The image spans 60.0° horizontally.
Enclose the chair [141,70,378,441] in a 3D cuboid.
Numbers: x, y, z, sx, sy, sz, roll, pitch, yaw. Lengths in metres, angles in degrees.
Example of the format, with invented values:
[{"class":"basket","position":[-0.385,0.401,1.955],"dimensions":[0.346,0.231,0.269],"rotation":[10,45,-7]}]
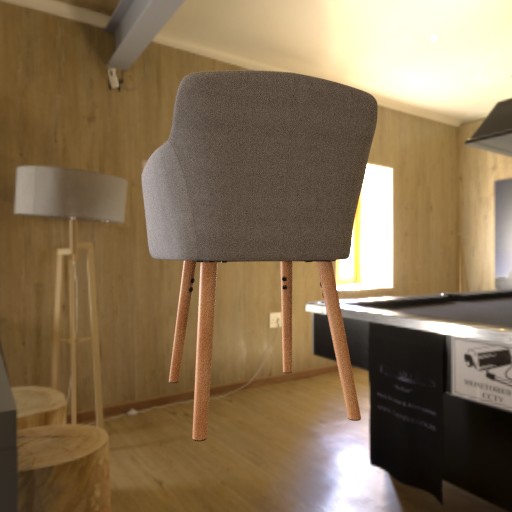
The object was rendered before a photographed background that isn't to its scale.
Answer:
[{"class":"chair","position":[0.000,0.000,1.181],"dimensions":[0.570,0.780,0.540],"rotation":[0,0,-18]}]
